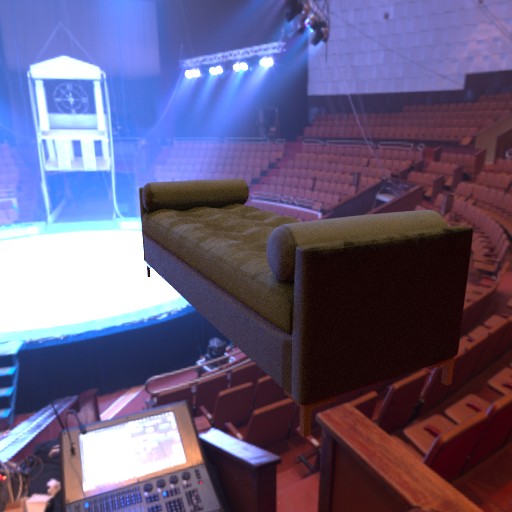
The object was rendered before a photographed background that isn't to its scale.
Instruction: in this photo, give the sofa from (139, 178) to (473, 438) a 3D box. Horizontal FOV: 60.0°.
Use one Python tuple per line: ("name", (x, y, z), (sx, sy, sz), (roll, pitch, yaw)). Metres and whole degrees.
("sofa", (0.000, 0.000, 2.454), (0.796, 0.705, 2.102), (-8, 16, -27))
